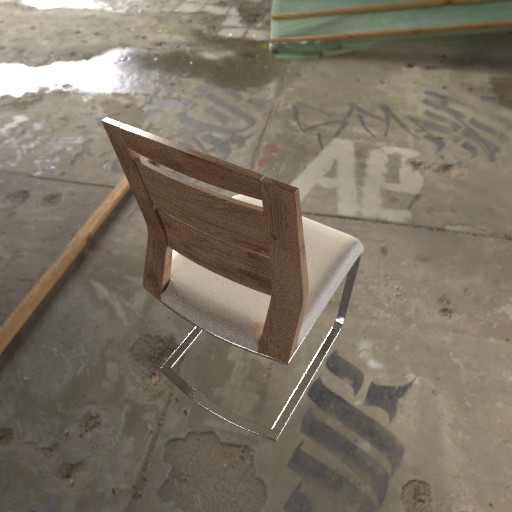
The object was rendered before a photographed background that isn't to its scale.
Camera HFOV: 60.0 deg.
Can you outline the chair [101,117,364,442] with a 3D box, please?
[{"bbox_3d":[0.000,0.000,1.229,0.457,0.955,0.561,24,51,21],"label":"chair"}]
